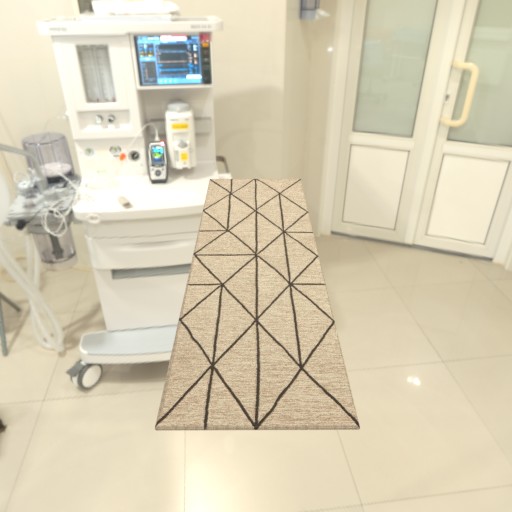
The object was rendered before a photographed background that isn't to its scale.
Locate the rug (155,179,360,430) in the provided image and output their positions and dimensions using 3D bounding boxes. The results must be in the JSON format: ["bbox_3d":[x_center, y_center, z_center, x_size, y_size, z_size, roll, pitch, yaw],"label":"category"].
[{"bbox_3d":[0.000,0.000,2.677,0.762,0.012,2.438,0,32,0],"label":"rug"}]
